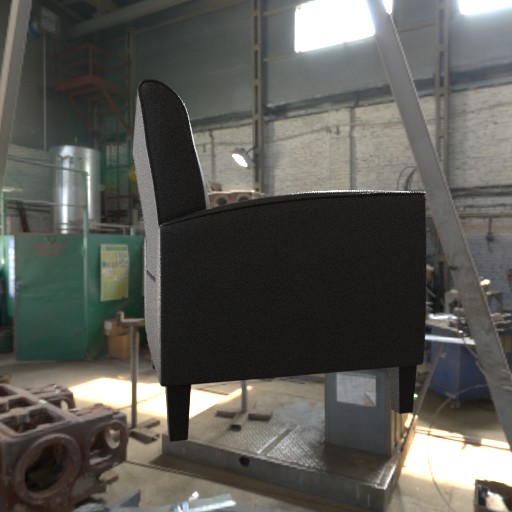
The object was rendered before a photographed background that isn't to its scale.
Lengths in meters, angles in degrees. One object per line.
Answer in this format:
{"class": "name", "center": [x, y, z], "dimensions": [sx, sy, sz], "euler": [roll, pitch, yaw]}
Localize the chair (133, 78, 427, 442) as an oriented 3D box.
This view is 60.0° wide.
{"class": "chair", "center": [0.000, 0.000, 1.553], "dimensions": [0.819, 0.916, 0.820], "euler": [0, 1, -16]}
